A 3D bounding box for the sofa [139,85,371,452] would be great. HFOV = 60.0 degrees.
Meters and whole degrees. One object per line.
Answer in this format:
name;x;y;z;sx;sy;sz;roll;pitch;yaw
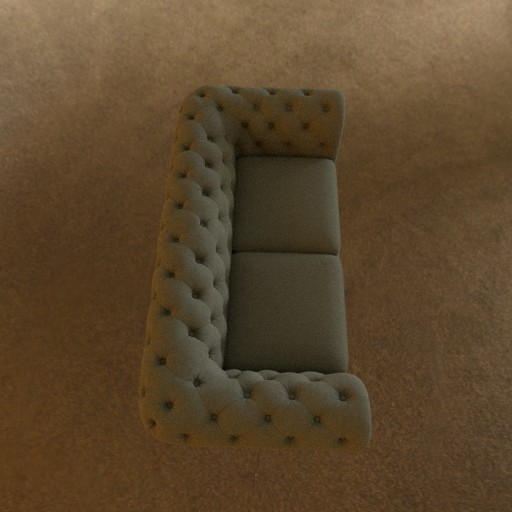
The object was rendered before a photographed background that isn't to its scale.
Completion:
sofa;0.000;0.000;2.474;0.986;0.764;1.998;1;64;1
